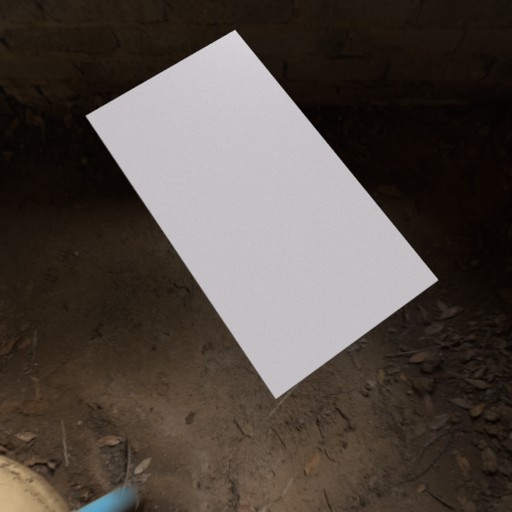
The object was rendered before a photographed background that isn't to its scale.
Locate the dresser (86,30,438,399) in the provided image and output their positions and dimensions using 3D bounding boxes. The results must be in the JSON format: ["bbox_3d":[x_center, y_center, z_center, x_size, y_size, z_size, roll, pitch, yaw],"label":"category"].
[{"bbox_3d":[0.000,0.000,1.398,0.401,1.021,0.704,-34,78,-8],"label":"dresser"}]
